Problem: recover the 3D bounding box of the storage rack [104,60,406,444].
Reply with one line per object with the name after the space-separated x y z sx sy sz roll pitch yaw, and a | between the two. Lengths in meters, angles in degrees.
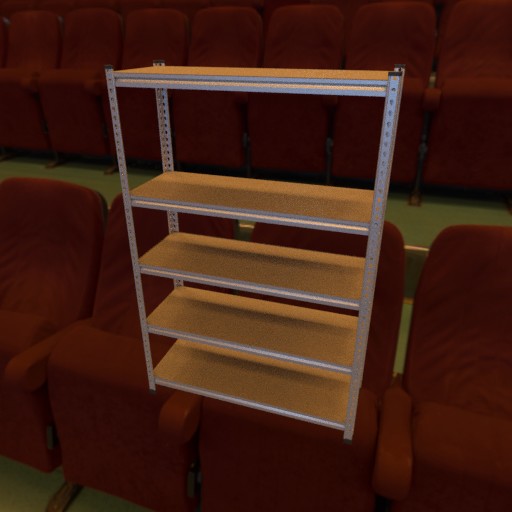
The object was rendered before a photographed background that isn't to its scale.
0.000 0.000 2.307 1.219 1.829 0.457 8 28 16 | storage rack
